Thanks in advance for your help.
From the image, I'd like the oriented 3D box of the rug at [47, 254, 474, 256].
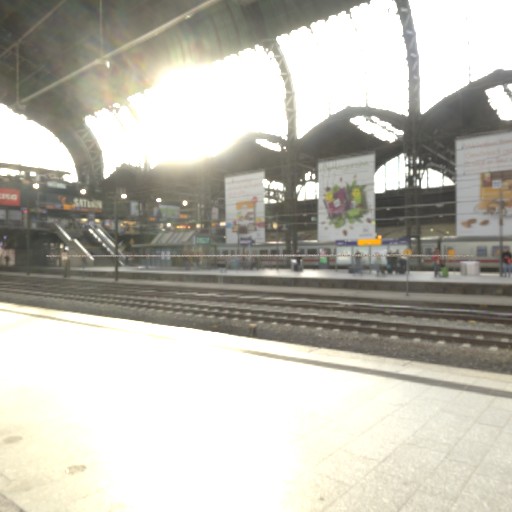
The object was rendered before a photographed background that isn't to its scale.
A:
[{"bbox_3d":[0.000,0.000,2.265,1.818,0.005,1.217,0,0,36],"label":"rug"}]
